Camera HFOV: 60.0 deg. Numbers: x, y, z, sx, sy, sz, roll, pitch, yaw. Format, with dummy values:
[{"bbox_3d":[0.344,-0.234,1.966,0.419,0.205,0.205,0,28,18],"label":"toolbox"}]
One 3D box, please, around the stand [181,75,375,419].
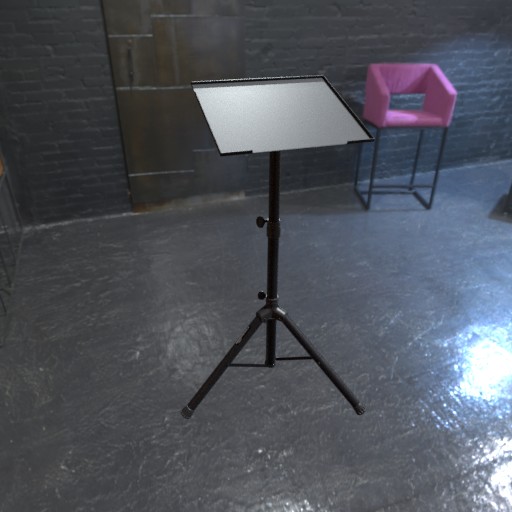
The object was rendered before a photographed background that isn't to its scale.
[{"bbox_3d":[0.000,0.000,1.640,0.702,1.198,0.702,-9,31,-16],"label":"stand"}]
